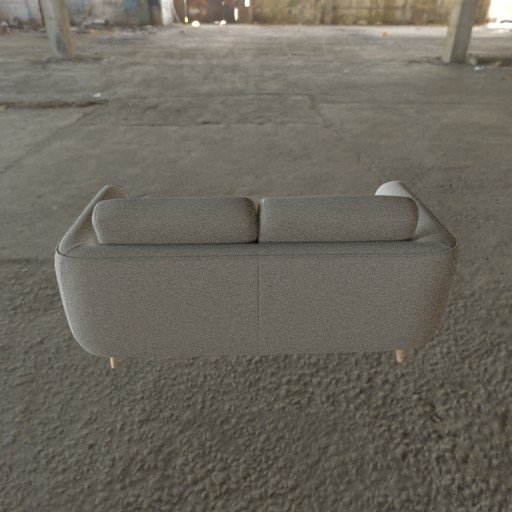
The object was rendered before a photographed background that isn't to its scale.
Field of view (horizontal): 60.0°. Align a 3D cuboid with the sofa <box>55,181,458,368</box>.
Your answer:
[{"bbox_3d":[0.000,0.000,2.212,1.700,0.850,0.920,-1,30,-1],"label":"sofa"}]
